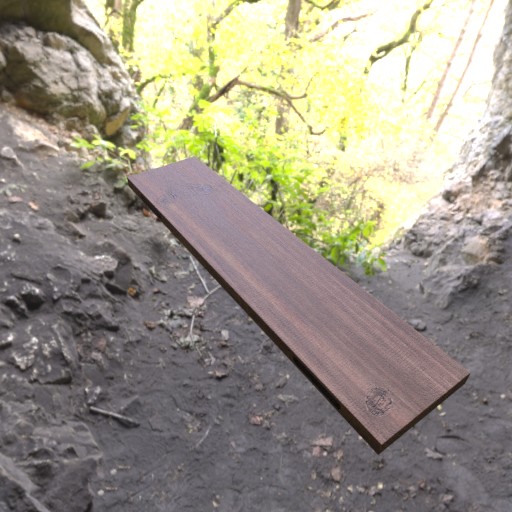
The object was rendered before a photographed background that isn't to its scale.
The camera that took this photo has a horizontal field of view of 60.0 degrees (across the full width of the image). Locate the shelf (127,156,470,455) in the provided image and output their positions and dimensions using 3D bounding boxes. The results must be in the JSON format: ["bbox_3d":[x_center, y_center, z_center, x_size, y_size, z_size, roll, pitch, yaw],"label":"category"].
[{"bbox_3d":[0.000,0.000,0.646,0.140,0.020,0.610,-25,46,-26],"label":"shelf"}]
